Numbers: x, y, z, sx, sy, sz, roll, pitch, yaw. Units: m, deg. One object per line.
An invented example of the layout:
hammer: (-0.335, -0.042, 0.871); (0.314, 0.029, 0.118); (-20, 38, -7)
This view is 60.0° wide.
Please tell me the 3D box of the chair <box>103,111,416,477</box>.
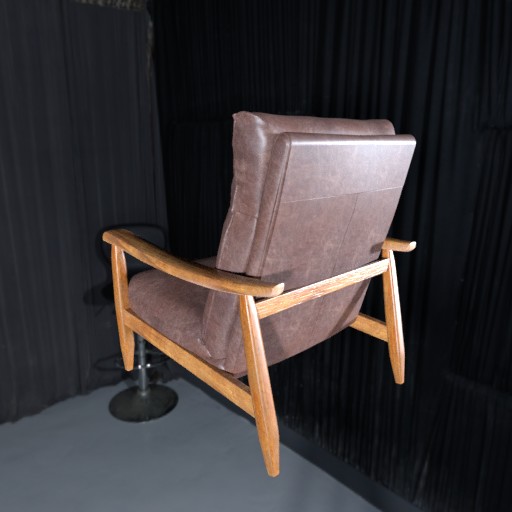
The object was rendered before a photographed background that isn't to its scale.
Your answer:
chair: (0.000, 0.000, 1.521); (0.782, 0.897, 0.830); (-13, 20, -42)
